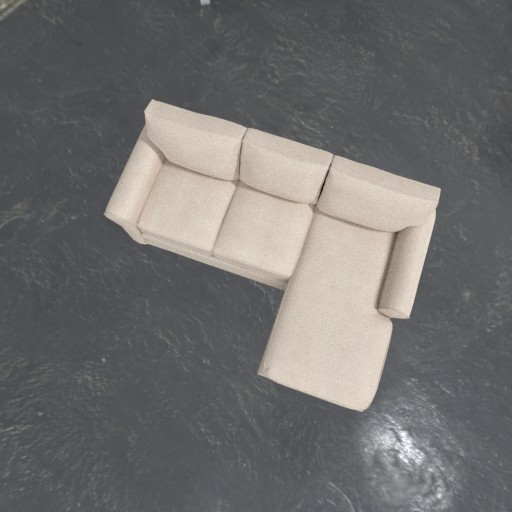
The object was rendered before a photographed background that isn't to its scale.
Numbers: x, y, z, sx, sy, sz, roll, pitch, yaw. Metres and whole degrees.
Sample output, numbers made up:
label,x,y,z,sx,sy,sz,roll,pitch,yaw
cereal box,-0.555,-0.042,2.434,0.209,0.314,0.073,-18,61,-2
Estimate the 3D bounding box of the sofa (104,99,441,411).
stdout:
label,x,y,z,sx,sy,sz,roll,pitch,yaw
sofa,0.000,0.000,2.499,1.770,0.734,1.226,19,76,5
